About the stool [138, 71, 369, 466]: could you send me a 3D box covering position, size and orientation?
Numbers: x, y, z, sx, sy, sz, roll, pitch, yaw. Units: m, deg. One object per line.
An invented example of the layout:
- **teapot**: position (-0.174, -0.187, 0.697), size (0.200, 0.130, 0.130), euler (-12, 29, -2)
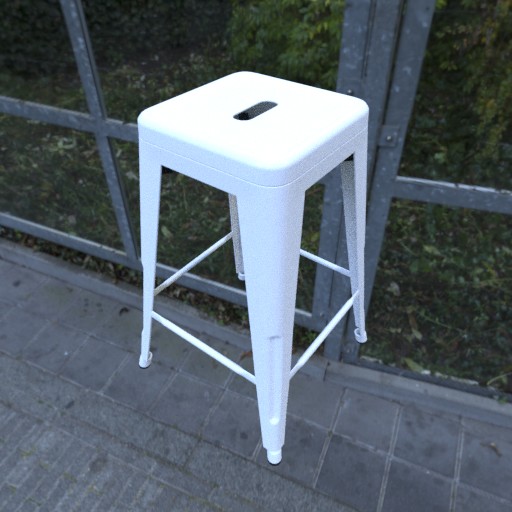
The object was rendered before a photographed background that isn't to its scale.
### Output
- **stool**: position (0.000, 0.000, 0.890), size (0.406, 0.610, 0.406), euler (26, 46, 28)
